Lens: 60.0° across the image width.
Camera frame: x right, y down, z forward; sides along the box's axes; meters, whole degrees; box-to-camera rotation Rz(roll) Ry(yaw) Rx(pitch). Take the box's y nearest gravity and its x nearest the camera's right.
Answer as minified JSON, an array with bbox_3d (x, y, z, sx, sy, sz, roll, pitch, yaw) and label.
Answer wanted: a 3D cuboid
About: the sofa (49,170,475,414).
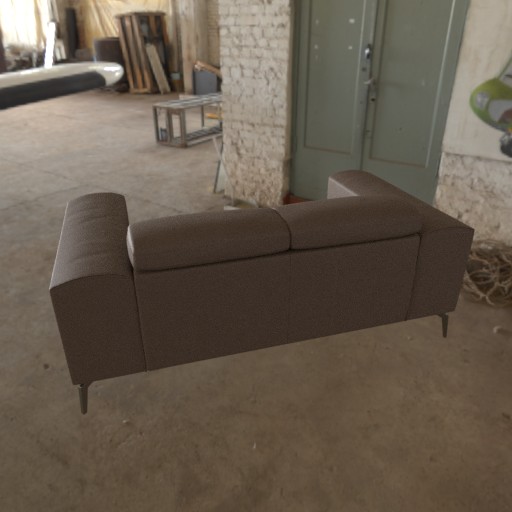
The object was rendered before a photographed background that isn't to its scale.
[{"bbox_3d":[0.000,0.000,2.364,1.895,0.779,1.003,-8,28,-15],"label":"sofa"}]
